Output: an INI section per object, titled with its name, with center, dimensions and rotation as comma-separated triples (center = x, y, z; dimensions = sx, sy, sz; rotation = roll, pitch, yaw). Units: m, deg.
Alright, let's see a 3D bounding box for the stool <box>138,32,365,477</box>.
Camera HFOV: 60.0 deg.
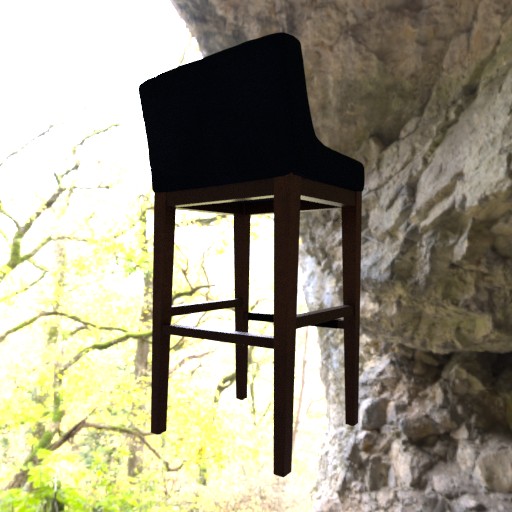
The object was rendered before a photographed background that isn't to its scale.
[stool]
center = 0.000, 0.000, 1.323
dimensions = 0.511, 1.037, 0.500
rotation = -1, -1, 36
